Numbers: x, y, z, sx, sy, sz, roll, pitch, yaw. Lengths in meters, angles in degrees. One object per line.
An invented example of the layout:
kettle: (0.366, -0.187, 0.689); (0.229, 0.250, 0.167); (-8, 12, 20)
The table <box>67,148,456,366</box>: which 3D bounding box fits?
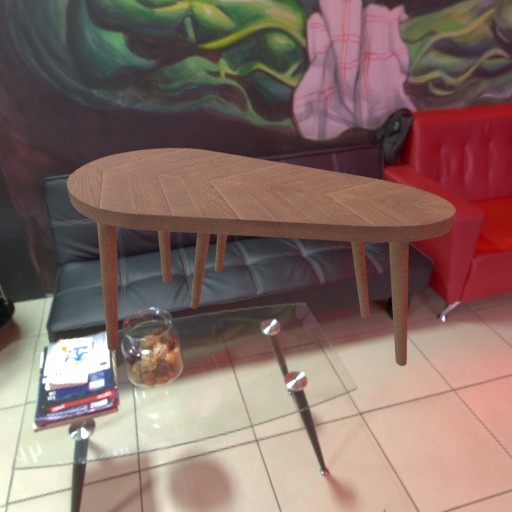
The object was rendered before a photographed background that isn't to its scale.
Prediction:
table: (0.000, 0.000, 1.578); (1.190, 0.595, 0.701); (9, 33, 14)
